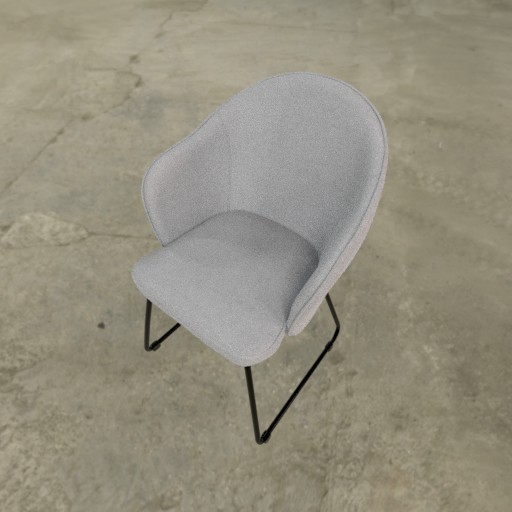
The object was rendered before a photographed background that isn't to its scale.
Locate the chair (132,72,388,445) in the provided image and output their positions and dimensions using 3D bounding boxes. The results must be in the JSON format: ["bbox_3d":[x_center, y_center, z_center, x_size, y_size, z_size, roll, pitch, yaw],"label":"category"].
[{"bbox_3d":[0.000,0.000,1.234,0.570,0.817,0.592,30,53,26],"label":"chair"}]
